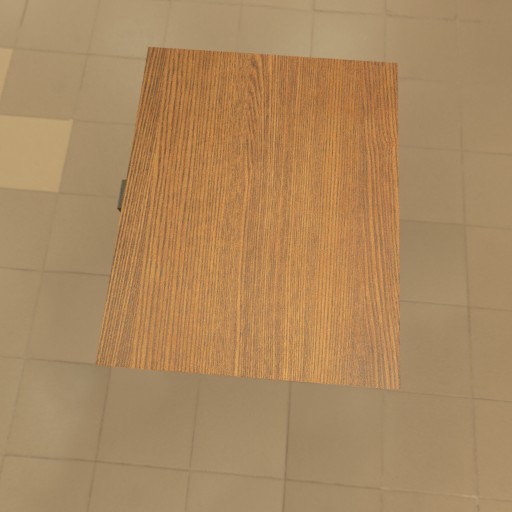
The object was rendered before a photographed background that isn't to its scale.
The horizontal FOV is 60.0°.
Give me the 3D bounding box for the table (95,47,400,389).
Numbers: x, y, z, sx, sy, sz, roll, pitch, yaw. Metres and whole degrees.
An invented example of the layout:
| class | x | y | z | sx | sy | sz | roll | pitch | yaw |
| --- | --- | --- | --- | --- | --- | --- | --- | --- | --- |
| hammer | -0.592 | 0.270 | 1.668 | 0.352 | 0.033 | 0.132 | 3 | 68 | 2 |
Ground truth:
| class | x | y | z | sx | sy | sz | roll | pitch | yaw |
| --- | --- | --- | --- | --- | --- | --- | --- | --- | --- |
| table | 0.000 | 0.000 | 0.916 | 0.400 | 0.610 | 0.482 | 4 | 75 | 1 |
